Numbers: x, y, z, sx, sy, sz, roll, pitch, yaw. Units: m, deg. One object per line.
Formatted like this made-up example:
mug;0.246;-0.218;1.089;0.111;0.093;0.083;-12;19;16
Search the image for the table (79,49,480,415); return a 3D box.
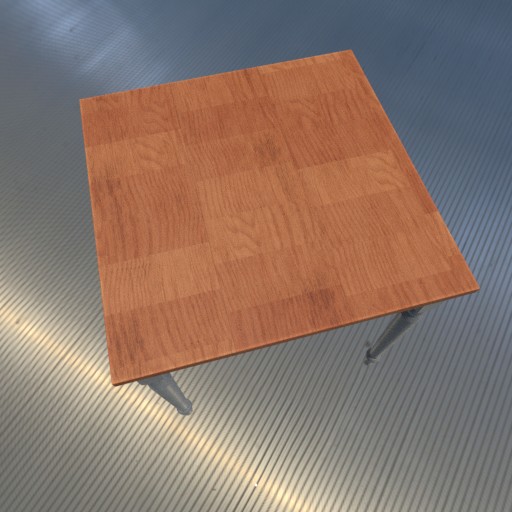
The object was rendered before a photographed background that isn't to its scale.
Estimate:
table;0.000;0.000;1.351;0.747;0.738;0.747;-13;63;-7
